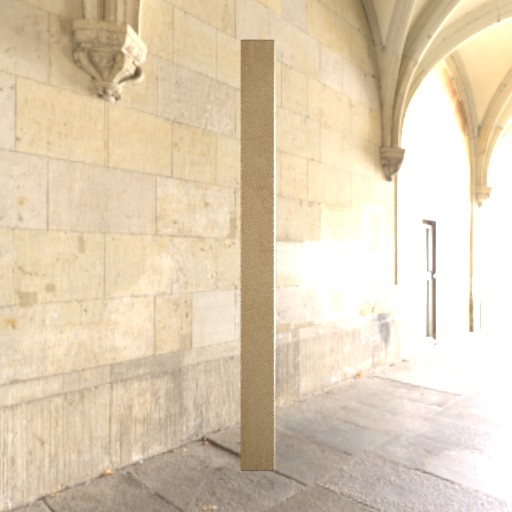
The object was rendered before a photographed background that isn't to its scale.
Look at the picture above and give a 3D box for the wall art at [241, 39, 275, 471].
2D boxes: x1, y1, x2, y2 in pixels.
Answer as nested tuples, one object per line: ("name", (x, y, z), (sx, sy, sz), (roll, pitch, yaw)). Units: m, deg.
("wall art", (0.000, 0.000, 0.771), (0.040, 0.506, 0.503), (0, 0, 0))
